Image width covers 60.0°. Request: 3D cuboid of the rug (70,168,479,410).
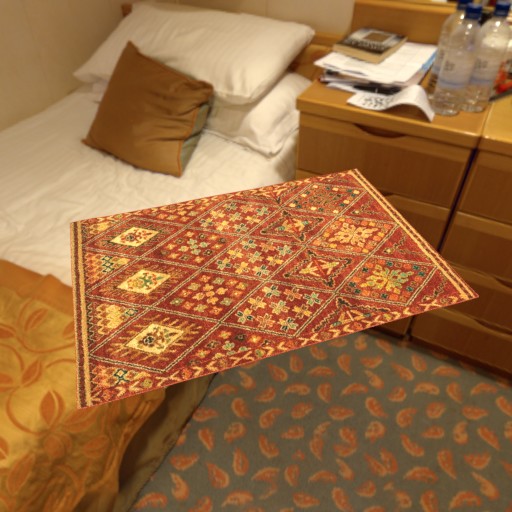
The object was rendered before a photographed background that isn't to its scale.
[{"bbox_3d":[0.000,0.000,2.883,2.286,0.026,1.521,-13,44,-14],"label":"rug"}]
